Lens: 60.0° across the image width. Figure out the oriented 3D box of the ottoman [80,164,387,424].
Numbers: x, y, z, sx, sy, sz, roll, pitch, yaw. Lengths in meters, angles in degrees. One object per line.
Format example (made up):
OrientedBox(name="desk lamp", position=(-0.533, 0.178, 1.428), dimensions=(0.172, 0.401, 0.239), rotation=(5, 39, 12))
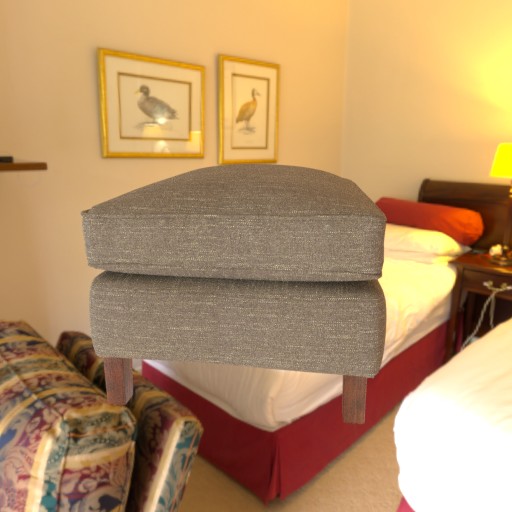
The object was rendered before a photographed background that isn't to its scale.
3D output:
OrientedBox(name="ottoman", position=(0.000, 0.000, 1.004), dimensions=(0.508, 0.406, 0.686), rotation=(2, 14, 8))
